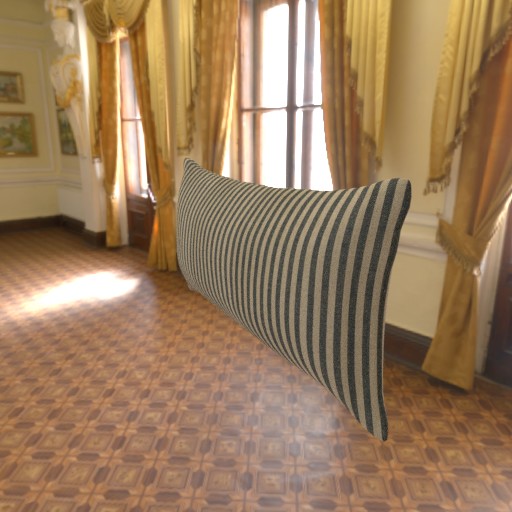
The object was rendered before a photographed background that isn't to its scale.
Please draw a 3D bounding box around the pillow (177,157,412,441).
[{"bbox_3d":[0.000,0.000,0.723,0.151,0.295,0.617,-8,16,-28],"label":"pillow"}]
